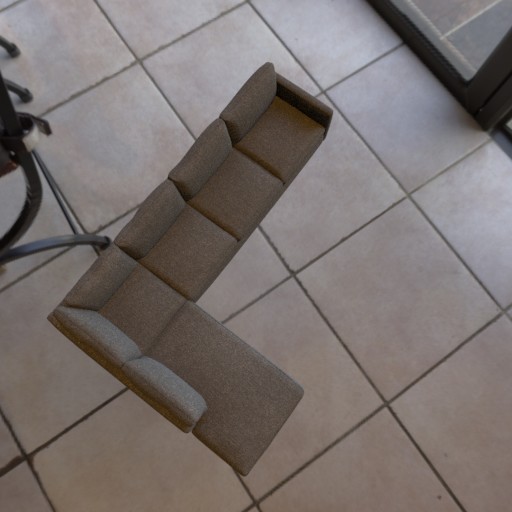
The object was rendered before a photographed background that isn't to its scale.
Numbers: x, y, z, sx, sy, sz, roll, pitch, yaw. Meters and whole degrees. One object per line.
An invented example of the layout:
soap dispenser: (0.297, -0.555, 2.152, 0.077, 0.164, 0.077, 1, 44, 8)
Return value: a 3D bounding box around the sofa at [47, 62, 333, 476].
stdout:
sofa: (0.000, 0.000, 3.823, 2.007, 0.815, 2.949, 36, 79, 8)
